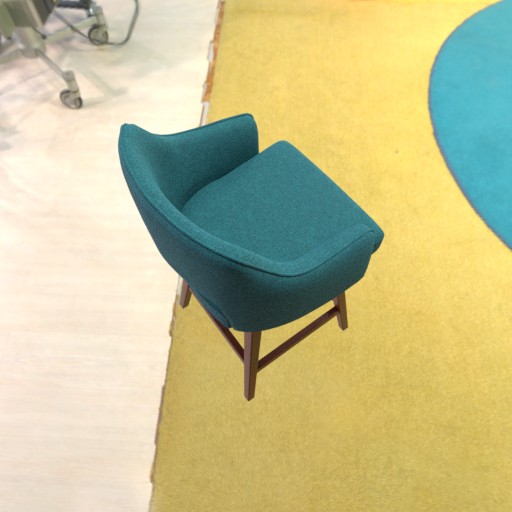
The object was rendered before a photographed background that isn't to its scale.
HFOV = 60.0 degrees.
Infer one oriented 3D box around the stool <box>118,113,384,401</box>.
[{"bbox_3d":[0.000,0.000,1.329,0.556,0.961,0.548,-32,64,-18],"label":"stool"}]
